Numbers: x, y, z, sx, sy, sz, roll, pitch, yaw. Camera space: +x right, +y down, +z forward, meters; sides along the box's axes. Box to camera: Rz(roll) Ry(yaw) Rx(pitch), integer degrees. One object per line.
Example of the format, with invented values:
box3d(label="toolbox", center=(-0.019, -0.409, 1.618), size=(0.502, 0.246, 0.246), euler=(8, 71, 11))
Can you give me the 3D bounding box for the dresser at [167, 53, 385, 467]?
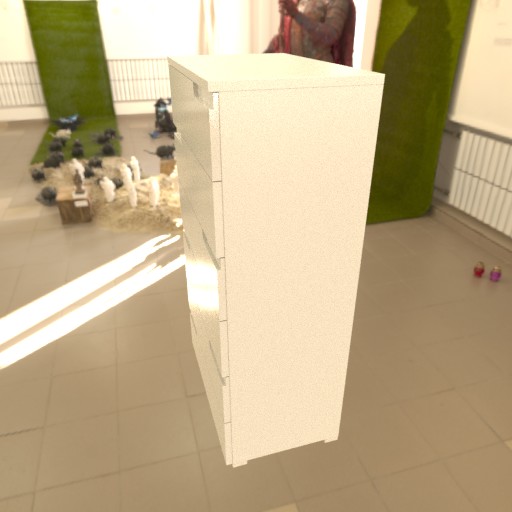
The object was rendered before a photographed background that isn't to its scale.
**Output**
box3d(label="dresser", center=(0.000, 0.000, 1.487), size=(0.400, 1.190, 0.650), euler=(-8, 30, -15))
